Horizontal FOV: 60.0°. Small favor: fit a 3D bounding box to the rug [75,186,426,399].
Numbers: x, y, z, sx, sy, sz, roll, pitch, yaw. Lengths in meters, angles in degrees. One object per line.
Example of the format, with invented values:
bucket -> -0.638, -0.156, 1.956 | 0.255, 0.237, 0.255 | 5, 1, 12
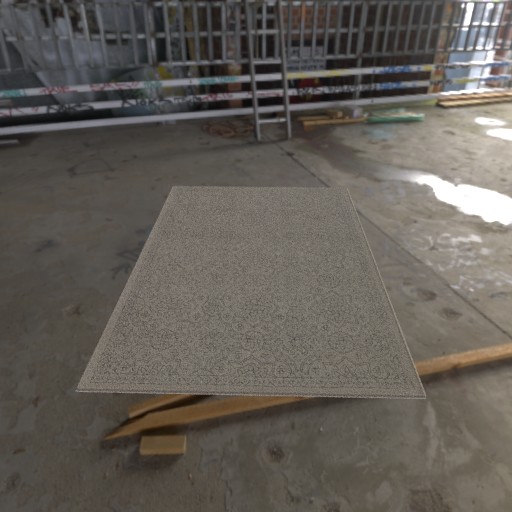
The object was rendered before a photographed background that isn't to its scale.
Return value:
rug -> 0.000, 0.000, 2.308 | 1.219, 0.010, 1.829 | 1, 32, 1
